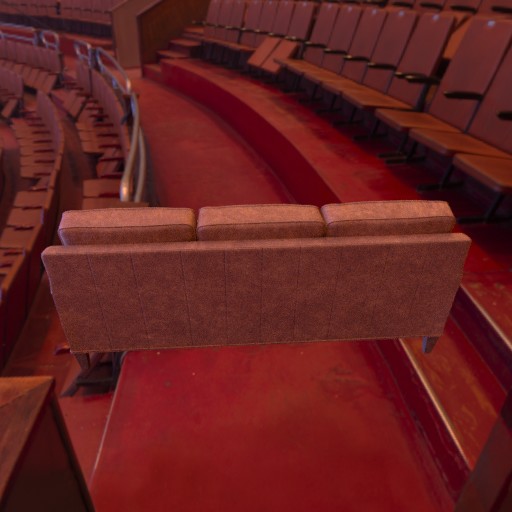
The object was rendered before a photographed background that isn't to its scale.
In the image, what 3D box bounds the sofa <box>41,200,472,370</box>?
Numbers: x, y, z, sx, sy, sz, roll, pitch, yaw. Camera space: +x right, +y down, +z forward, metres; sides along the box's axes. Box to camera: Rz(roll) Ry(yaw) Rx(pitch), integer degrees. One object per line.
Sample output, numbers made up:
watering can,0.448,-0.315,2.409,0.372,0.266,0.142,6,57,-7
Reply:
sofa,0.000,0.000,2.836,2.246,1.003,1.084,-2,30,-3
